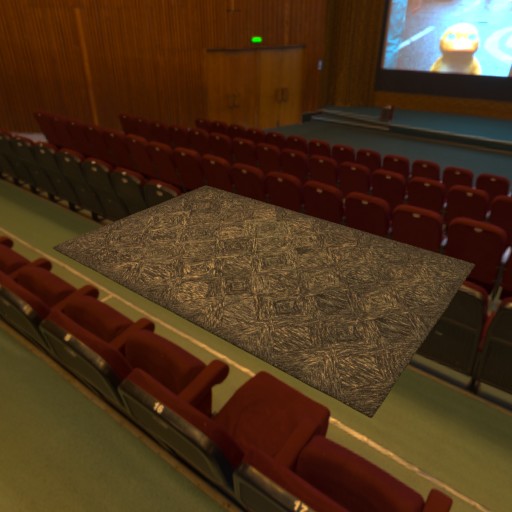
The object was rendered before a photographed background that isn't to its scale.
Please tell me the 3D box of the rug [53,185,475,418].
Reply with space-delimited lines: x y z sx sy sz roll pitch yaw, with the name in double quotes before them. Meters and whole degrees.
"rug" 0.000 0.000 2.174 1.754 0.010 1.139 21 35 32
